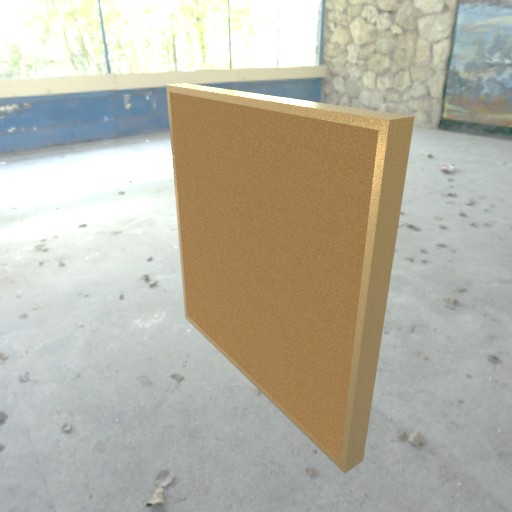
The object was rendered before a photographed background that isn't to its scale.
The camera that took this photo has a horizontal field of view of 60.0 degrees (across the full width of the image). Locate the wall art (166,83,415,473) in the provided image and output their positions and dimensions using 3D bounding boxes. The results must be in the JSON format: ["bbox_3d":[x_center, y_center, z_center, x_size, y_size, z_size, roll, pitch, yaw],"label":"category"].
[{"bbox_3d":[0.000,0.000,0.746,0.040,0.509,0.509,-17,31,-32],"label":"wall art"}]
